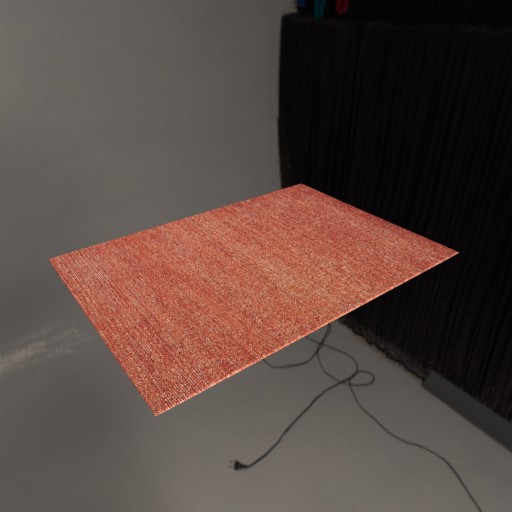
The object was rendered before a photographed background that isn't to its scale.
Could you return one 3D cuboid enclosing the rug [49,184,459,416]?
[{"bbox_3d":[0.000,0.000,5.236,3.965,0.025,2.803,-21,37,-31],"label":"rug"}]
